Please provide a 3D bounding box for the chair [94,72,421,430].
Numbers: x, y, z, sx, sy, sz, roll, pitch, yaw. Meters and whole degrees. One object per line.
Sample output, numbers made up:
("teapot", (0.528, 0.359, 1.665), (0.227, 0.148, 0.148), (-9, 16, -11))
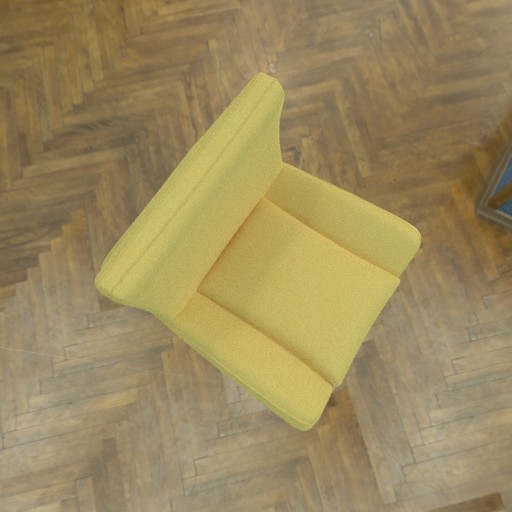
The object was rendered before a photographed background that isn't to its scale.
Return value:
("chair", (0.000, 0.000, 1.661), (1.008, 0.855, 0.859), (32, 76, 9))
